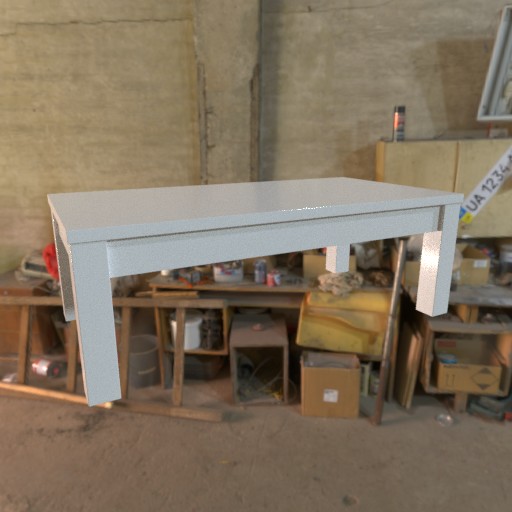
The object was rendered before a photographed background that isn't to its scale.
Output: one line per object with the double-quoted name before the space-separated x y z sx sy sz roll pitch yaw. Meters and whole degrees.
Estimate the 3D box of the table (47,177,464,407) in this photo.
"table" 0.000 0.000 1.680 1.350 0.470 0.700 -8 18 -26
